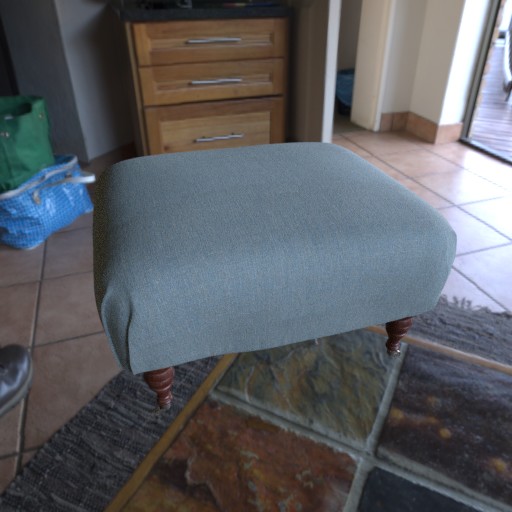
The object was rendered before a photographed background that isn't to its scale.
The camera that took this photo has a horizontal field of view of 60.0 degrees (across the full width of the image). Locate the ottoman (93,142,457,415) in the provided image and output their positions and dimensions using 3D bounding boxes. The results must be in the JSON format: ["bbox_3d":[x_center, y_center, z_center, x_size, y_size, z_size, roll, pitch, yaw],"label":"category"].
[{"bbox_3d":[0.000,0.000,1.124,0.747,0.450,0.622,-9,33,-14],"label":"ottoman"}]
